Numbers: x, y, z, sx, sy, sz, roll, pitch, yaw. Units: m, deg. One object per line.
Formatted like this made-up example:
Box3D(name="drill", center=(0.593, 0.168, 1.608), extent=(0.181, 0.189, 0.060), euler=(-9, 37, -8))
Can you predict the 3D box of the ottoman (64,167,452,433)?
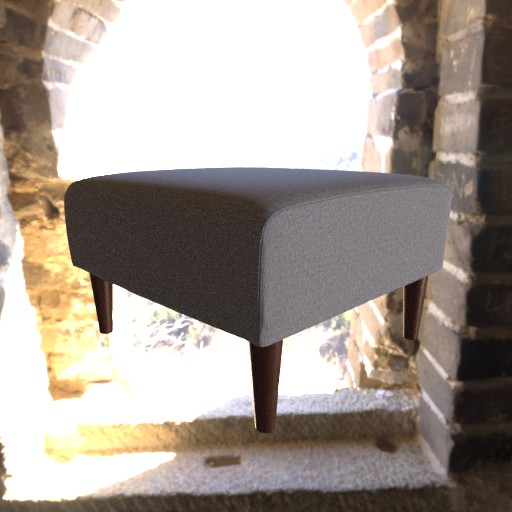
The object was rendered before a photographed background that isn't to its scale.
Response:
Box3D(name="ottoman", center=(0.000, 0.000, 1.044), extent=(0.648, 0.399, 0.655), euler=(-13, 19, -43))
